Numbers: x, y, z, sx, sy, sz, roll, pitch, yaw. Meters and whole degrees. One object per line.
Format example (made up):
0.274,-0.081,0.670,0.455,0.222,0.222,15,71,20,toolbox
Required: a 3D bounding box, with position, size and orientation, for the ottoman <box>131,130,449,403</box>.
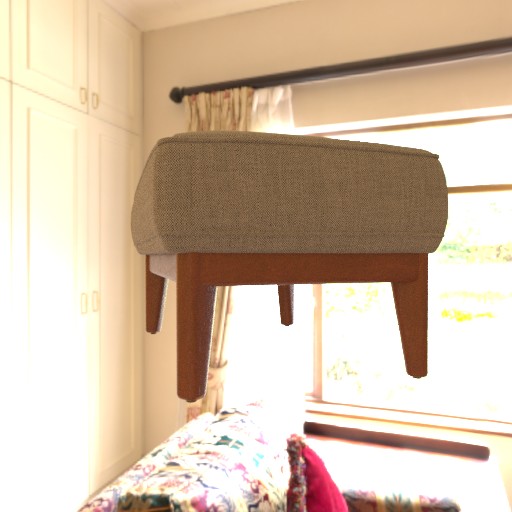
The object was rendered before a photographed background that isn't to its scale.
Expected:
0.000,0.000,1.071,0.555,0.458,0.750,0,0,-18,ottoman
